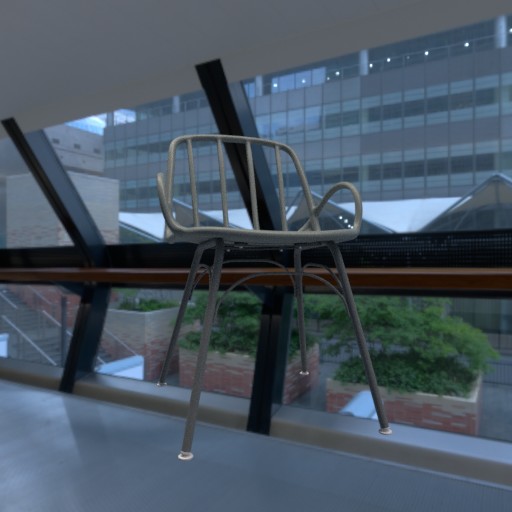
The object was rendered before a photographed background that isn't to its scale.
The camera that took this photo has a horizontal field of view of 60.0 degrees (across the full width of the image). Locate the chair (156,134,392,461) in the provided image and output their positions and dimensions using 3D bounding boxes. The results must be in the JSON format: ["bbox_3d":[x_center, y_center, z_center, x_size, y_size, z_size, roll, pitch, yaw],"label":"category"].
[{"bbox_3d":[0.000,0.000,1.233,0.549,0.816,0.597,0,0,-16],"label":"chair"}]
